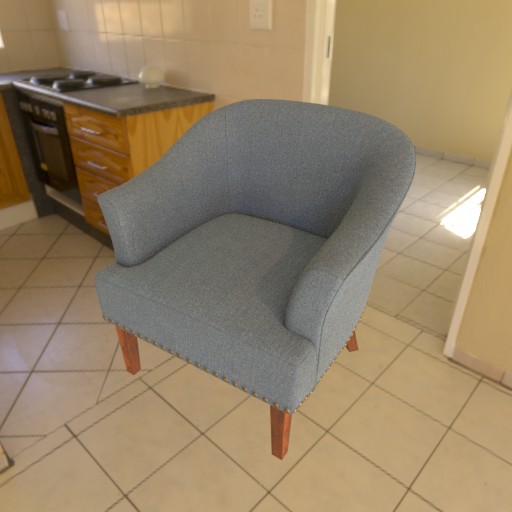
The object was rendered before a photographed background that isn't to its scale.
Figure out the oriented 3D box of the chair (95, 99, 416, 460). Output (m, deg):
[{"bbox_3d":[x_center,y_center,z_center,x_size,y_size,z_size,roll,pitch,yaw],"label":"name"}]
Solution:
[{"bbox_3d":[0.000,0.000,1.387,0.798,0.815,0.704,18,35,28],"label":"chair"}]
